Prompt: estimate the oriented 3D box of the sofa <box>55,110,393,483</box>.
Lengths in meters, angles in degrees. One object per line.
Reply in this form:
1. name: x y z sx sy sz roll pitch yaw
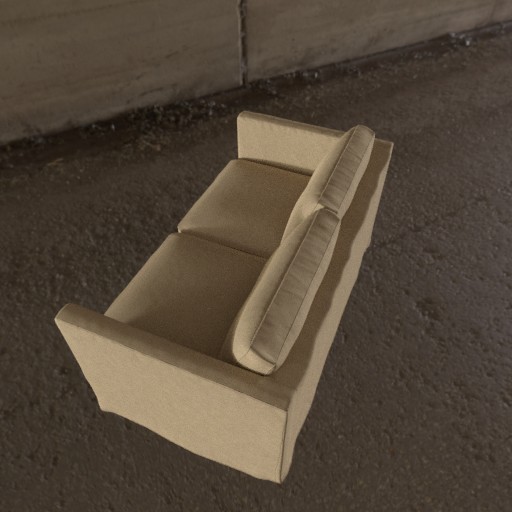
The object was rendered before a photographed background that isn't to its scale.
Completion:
1. sofa: 0.000 0.000 2.238 0.962 0.835 1.719 17 48 16
